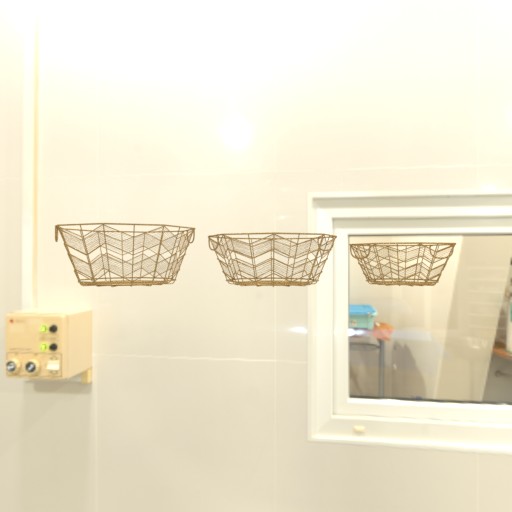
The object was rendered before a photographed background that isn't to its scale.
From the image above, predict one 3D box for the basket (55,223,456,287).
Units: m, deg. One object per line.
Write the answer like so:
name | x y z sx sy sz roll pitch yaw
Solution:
basket | 0.000 0.000 1.393 1.245 0.178 0.432 0 0 1
